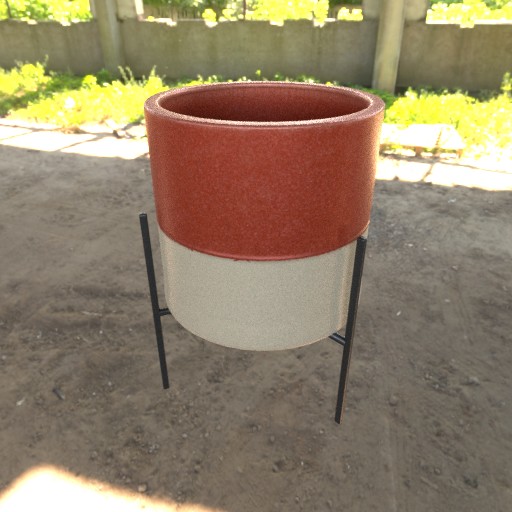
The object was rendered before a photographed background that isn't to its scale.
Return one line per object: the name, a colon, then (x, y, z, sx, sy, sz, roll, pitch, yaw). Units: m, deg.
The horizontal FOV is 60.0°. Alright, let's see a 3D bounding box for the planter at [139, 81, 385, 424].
planter: (0.000, 0.000, 0.520, 0.251, 0.354, 0.235, -8, 30, -14)
